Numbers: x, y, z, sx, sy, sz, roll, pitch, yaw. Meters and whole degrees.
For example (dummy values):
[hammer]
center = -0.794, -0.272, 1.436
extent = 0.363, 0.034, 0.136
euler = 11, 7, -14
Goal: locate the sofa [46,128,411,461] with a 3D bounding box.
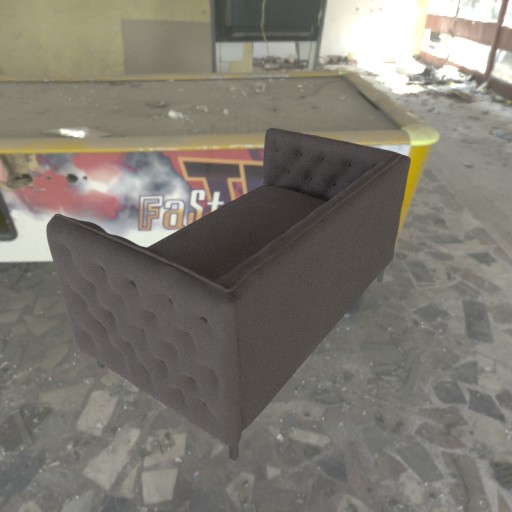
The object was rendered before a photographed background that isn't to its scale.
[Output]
[sofa]
center = 0.000, 0.000, 2.163
extent = 0.909, 0.810, 1.583
euler = 20, 37, 30
